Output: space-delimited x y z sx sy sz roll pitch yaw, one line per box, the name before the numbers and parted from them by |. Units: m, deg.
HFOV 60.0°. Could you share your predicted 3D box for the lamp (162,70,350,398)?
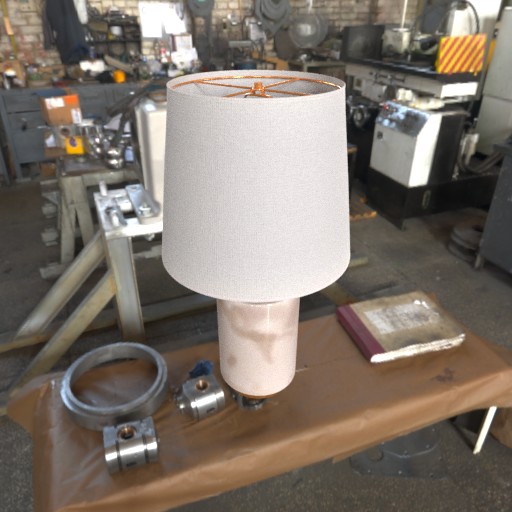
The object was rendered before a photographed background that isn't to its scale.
lamp | 0.000 0.000 0.459 0.189 0.340 0.189 0 30 0
